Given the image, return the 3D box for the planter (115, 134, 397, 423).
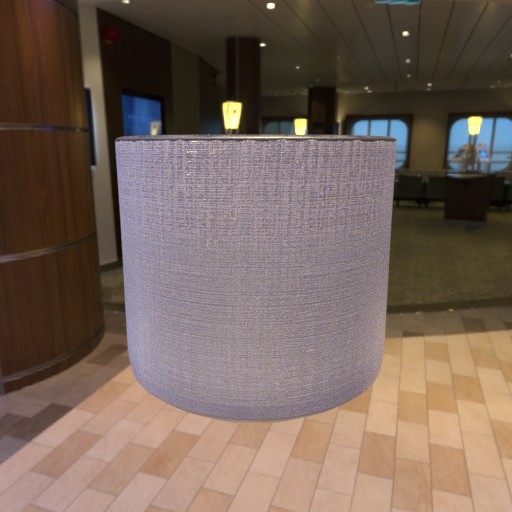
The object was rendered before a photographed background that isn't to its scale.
[{"bbox_3d":[0.000,0.000,0.216,0.125,0.112,0.125,0,14,0],"label":"planter"}]
